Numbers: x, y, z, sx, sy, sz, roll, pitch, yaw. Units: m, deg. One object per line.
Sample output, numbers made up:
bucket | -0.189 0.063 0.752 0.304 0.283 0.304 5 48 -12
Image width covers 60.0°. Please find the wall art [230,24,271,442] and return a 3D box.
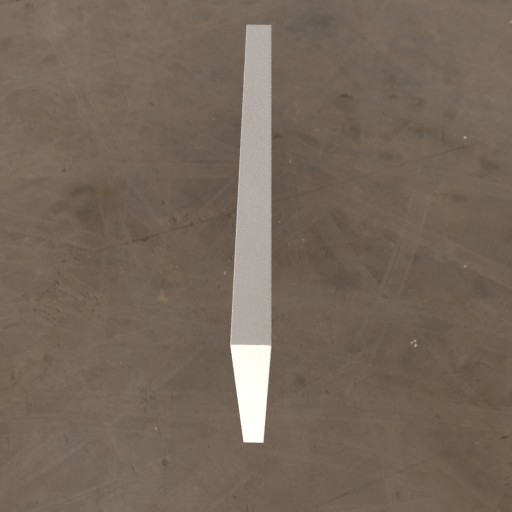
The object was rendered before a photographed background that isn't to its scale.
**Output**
wall art | 0.000 0.000 0.751 0.037 0.508 0.508 1 58 1
